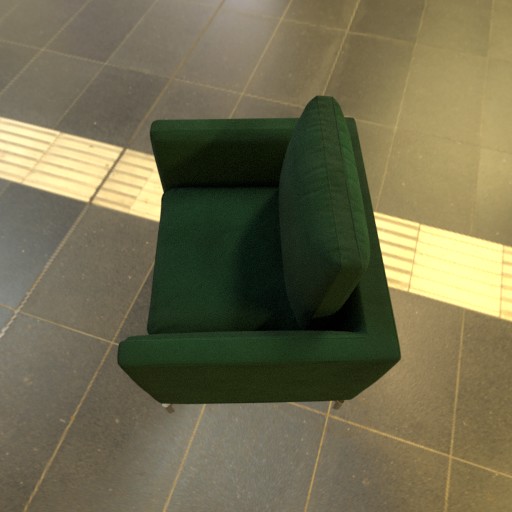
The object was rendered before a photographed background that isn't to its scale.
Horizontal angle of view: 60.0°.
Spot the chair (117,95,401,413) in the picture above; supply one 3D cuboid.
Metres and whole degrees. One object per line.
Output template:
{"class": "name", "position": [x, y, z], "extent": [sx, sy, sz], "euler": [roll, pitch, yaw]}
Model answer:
{"class": "chair", "position": [0.000, 0.000, 1.779], "extent": [0.852, 0.997, 1.047], "euler": [-1, 59, -1]}
